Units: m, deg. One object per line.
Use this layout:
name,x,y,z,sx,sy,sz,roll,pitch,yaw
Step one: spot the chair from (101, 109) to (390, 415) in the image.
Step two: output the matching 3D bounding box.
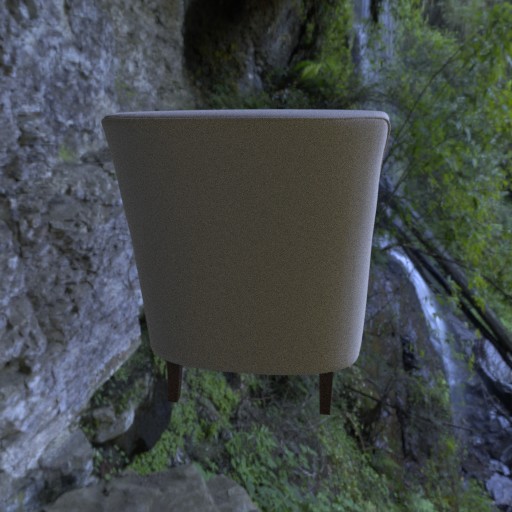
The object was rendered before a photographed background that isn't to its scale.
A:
chair,0.000,0.000,1.530,0.756,0.916,0.879,2,15,8
